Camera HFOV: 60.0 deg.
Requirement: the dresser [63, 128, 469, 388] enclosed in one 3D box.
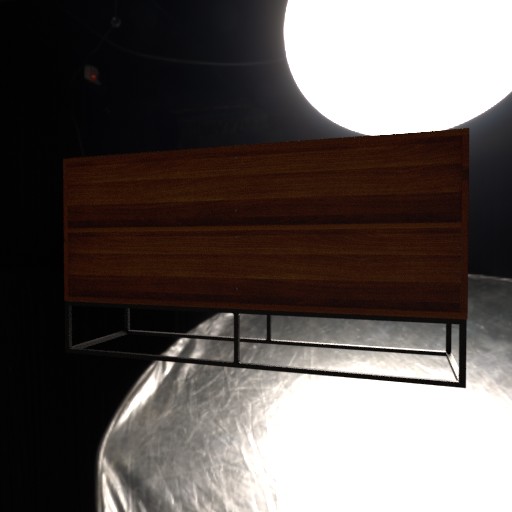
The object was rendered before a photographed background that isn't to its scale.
[{"bbox_3d":[0.000,0.000,1.833,1.536,0.810,0.464,0,1,18],"label":"dresser"}]
